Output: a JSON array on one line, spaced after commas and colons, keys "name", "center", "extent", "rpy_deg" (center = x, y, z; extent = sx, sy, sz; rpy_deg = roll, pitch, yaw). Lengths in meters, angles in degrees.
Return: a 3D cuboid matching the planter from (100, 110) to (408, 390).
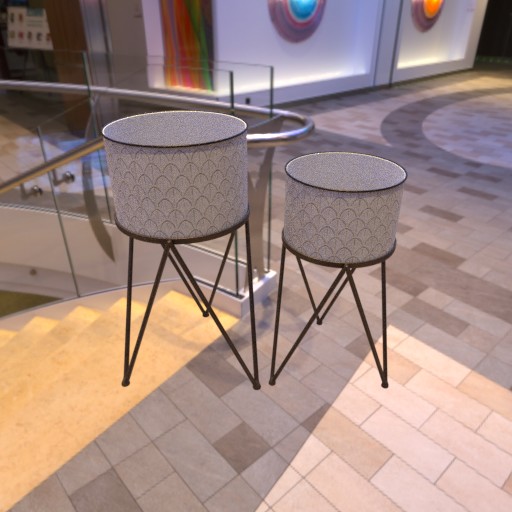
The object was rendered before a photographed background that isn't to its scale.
[{"name": "planter", "center": [0.000, 0.000, 1.209], "extent": [0.769, 0.712, 0.413], "rpy_deg": [1, 30, 2]}]
